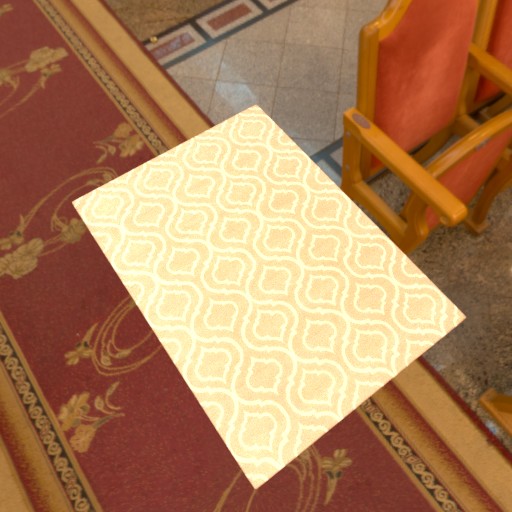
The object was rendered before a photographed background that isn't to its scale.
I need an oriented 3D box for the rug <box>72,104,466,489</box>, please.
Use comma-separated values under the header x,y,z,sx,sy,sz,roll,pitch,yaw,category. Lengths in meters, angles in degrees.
x,y,z,sx,sy,sz,roll,pitch,yaw,category
0.000,0.000,4.432,2.438,0.010,3.353,-33,67,-16,rug
